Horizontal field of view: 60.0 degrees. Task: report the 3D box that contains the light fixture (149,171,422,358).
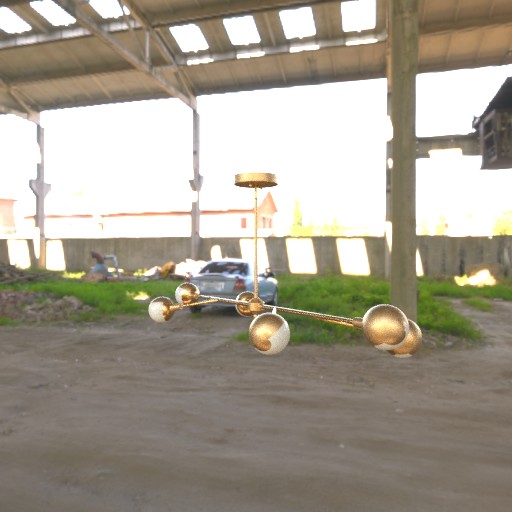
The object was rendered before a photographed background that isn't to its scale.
[{"bbox_3d":[0.000,0.000,1.001,0.434,0.362,0.778,0,0,-18],"label":"light fixture"}]
